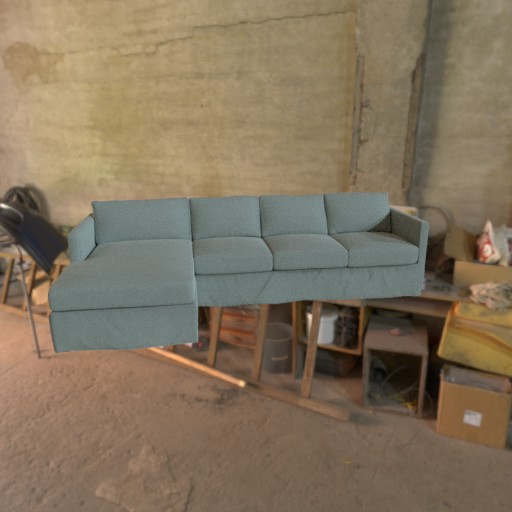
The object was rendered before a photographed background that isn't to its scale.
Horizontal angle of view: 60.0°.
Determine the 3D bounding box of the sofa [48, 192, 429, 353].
[{"bbox_3d":[0.000,0.000,3.996,3.205,0.922,1.650,-2,17,-8],"label":"sofa"}]
